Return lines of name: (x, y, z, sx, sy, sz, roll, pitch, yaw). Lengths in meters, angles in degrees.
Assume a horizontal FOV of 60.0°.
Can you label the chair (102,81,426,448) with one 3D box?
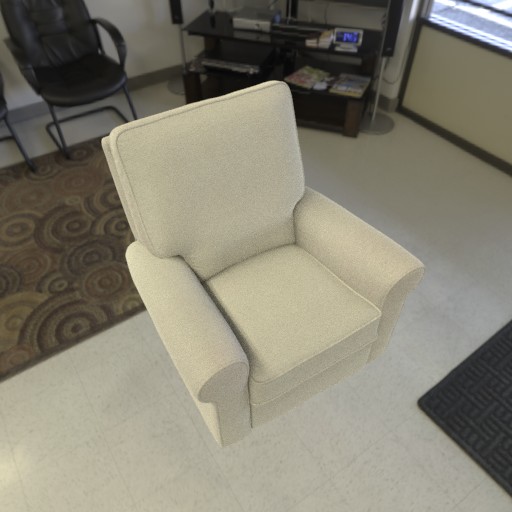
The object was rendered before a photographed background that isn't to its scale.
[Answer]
chair: (0.000, 0.000, 1.651, 0.890, 0.960, 0.878, -24, 51, -21)
